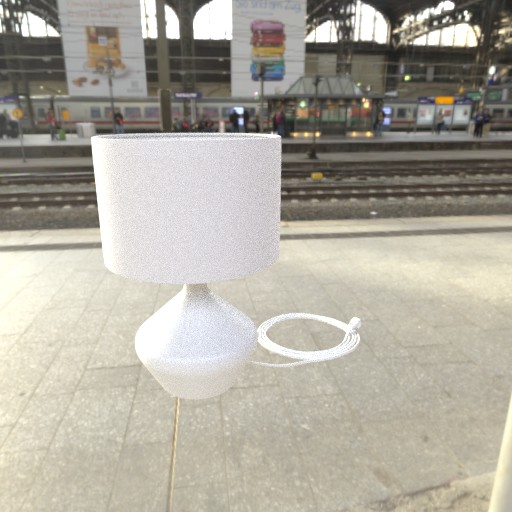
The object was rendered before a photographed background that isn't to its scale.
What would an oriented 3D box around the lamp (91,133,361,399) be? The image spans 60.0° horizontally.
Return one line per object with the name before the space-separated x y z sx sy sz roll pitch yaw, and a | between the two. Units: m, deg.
lamp | 0.000 0.000 0.864 0.546 0.457 0.401 -3 18 -9
